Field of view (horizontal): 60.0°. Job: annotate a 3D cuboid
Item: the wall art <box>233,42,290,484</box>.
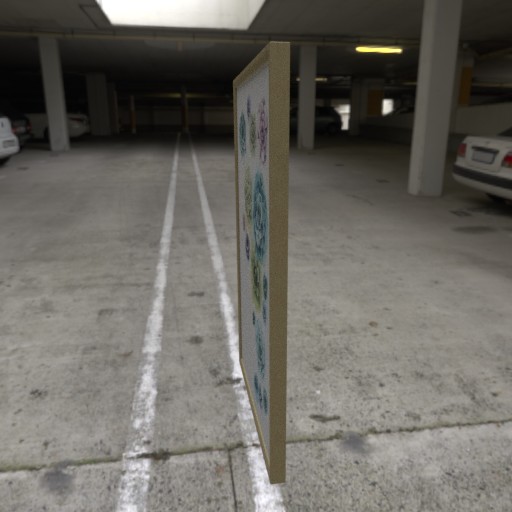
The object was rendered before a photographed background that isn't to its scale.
[{"bbox_3d":[0.000,0.000,1.022,0.039,0.810,0.510,-2,15,-9],"label":"wall art"}]
